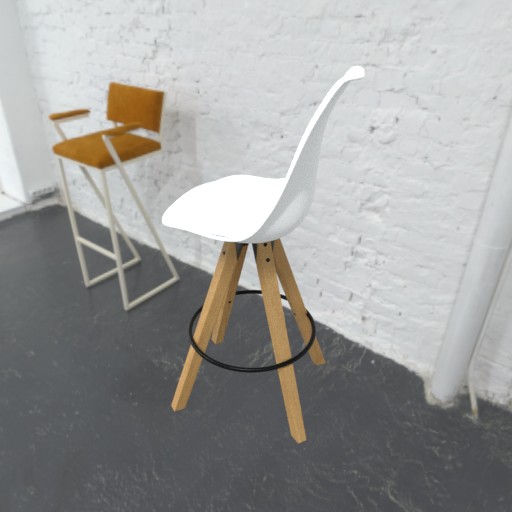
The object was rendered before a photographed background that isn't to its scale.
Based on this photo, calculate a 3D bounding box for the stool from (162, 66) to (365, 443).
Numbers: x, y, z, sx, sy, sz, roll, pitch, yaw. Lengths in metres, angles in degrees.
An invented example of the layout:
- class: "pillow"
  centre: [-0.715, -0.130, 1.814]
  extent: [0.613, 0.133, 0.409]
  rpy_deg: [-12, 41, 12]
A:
- class: "stool"
  centre: [0.000, 0.000, 1.410]
  extent: [0.549, 1.115, 0.482]
  rpy_deg: [9, 30, 15]
